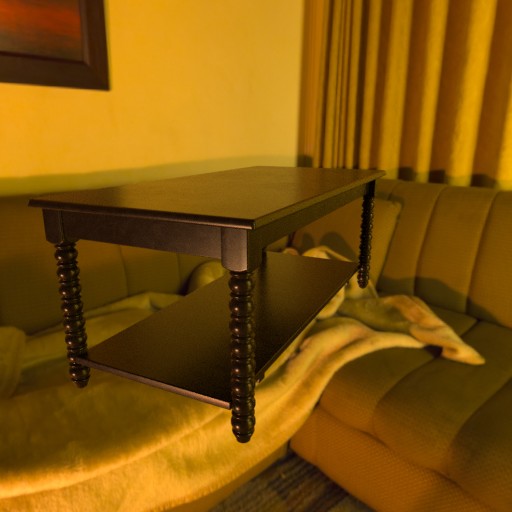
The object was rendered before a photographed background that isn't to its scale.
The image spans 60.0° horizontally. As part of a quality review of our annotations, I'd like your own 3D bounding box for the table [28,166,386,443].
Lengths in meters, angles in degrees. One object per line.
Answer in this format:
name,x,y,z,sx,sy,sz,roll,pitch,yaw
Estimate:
table,0.000,0.000,1.439,0.580,0.487,1.171,8,17,25
